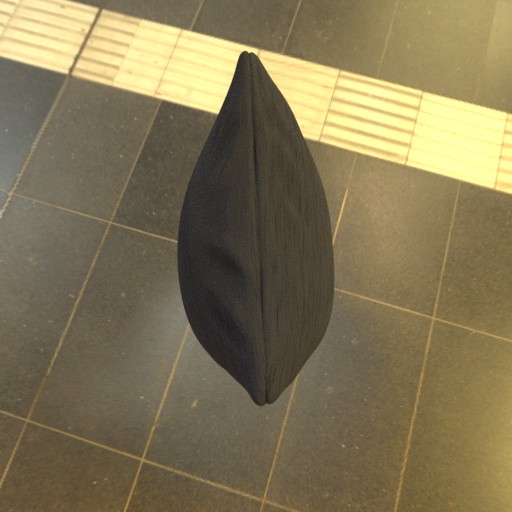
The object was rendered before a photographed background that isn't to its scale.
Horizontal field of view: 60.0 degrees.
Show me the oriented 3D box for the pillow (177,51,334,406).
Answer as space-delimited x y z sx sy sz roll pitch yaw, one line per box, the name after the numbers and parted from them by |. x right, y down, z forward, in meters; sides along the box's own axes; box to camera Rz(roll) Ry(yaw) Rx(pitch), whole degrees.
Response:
0.000 0.000 0.694 0.246 0.414 0.432 -2 74 -1 | pillow
